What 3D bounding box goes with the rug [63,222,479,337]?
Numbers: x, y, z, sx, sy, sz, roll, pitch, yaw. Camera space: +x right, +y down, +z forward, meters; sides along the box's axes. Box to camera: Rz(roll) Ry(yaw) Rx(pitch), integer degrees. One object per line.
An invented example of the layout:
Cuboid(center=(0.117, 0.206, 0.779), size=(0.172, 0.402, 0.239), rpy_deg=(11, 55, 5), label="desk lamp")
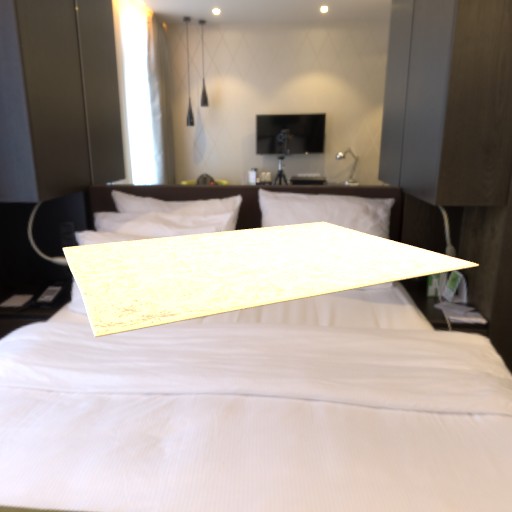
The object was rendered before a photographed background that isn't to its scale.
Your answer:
Cuboid(center=(0.000, 0.000, 2.875), size=(2.202, 0.014, 1.598), rpy_deg=(-7, 16, -26), label="rug")
